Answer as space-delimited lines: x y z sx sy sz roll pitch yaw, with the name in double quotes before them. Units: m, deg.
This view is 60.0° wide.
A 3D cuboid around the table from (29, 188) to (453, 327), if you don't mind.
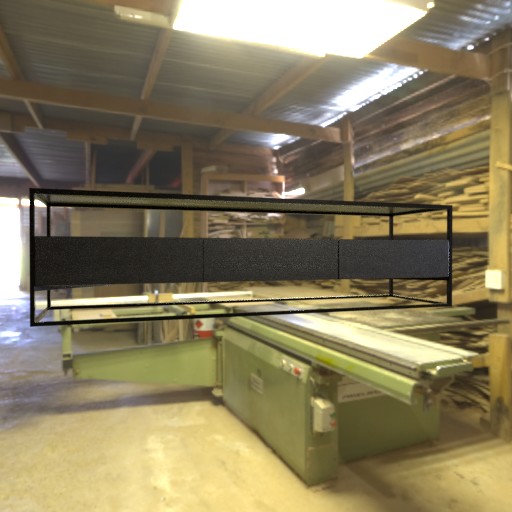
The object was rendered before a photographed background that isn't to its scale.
"table" 0.000 0.000 1.679 1.486 0.395 0.399 0 1 -18
